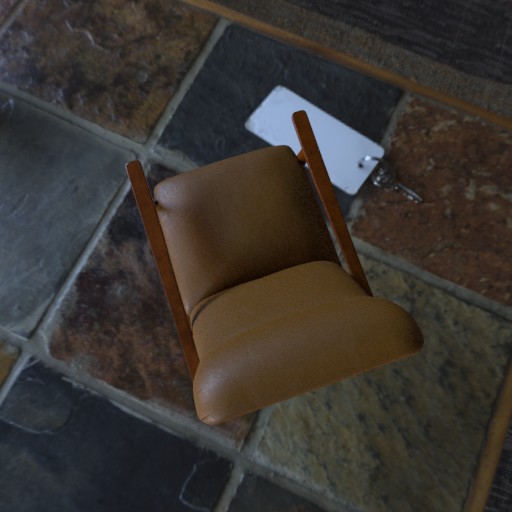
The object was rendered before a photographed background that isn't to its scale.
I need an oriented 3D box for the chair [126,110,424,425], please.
[{"bbox_3d":[0.000,0.000,1.758,0.762,1.082,1.014,-18,77,-4],"label":"chair"}]
